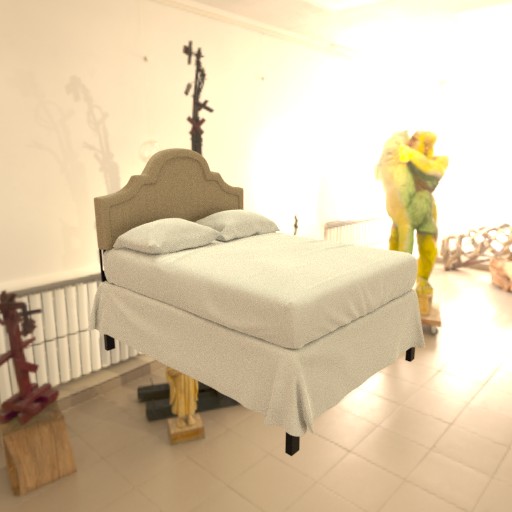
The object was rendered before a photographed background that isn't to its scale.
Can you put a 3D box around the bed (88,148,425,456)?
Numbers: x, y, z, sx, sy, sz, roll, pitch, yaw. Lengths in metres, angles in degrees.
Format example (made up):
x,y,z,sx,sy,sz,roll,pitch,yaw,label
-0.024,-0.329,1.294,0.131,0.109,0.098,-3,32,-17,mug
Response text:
x,y,z,sx,sy,sz,roll,pitch,yaw,label
0.000,0.000,3.434,2.222,1.634,1.780,12,18,41,bed
